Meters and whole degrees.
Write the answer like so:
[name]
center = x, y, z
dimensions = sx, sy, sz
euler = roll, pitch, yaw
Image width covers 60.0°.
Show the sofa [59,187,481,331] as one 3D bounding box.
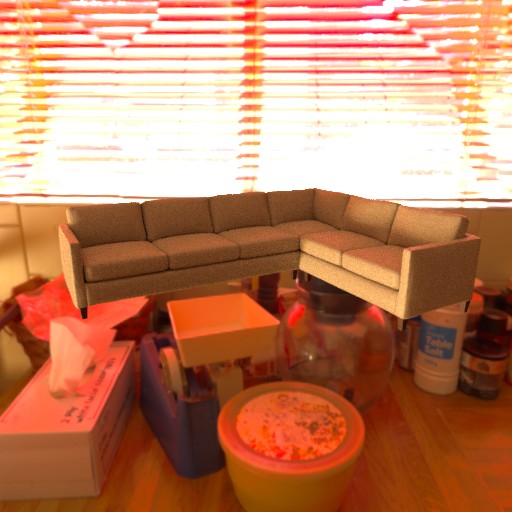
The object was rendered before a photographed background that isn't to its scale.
[sofa]
center = 0.000, 0.000, 4.331
dimensions = 3.333, 0.934, 2.522
euler = -9, 18, -27
